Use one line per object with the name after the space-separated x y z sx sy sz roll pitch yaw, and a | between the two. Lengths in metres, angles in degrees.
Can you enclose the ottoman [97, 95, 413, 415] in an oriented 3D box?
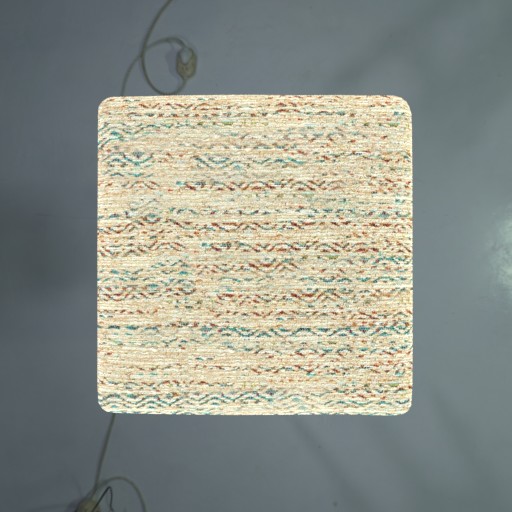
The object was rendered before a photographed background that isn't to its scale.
0.000 0.000 0.895 0.512 0.453 0.521 0 90 1 | ottoman
